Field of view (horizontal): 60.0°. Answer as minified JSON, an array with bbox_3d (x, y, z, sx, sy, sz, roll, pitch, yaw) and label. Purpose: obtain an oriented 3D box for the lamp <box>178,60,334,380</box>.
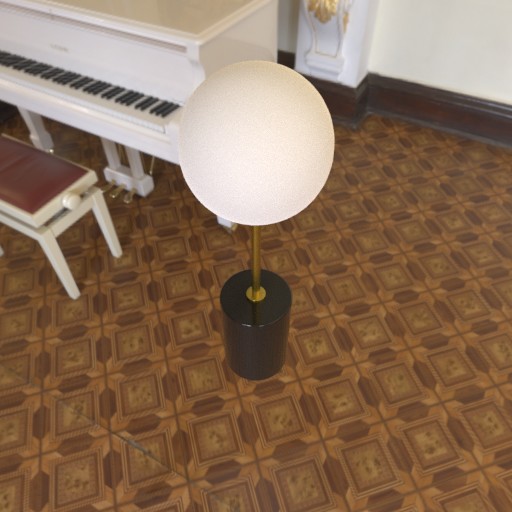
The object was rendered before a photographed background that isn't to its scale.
[{"bbox_3d":[0.000,0.000,0.559,0.153,0.480,0.153,0,48,0],"label":"lamp"}]
